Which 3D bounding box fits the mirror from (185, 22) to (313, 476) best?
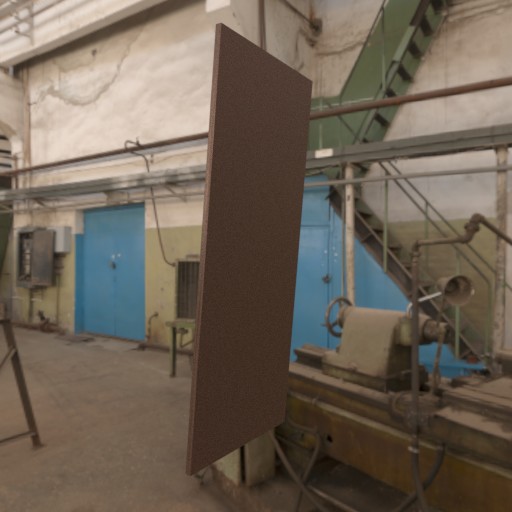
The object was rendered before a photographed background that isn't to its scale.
[{"bbox_3d":[0.000,0.000,2.309,0.221,2.020,0.812,0,1,36],"label":"mirror"}]
